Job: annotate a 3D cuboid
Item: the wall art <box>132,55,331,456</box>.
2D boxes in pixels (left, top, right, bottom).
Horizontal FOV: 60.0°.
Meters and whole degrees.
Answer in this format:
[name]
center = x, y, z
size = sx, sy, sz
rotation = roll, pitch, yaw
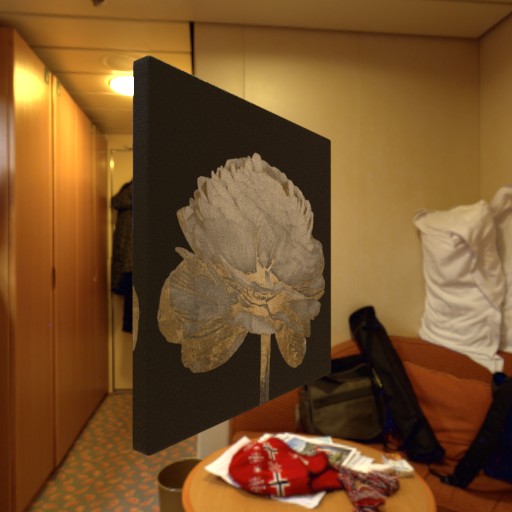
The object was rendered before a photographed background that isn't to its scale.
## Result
[wall art]
center = 0.000, 0.000, 0.928
size = 0.043, 0.611, 0.610
rotation = 0, 0, 36
